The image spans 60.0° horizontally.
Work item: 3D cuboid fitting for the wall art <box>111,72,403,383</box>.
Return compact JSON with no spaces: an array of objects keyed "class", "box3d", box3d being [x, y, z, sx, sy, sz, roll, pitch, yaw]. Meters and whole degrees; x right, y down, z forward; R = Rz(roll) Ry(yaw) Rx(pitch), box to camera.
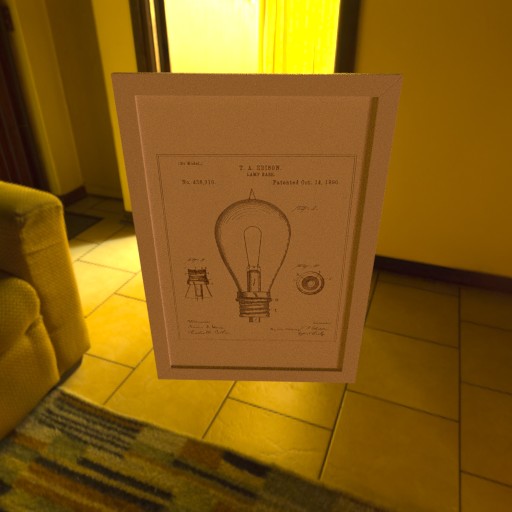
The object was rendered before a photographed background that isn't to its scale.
[{"class":"wall art","box3d":[0.000,0.000,0.617,0.325,0.474,0.010,1,30,1]}]
